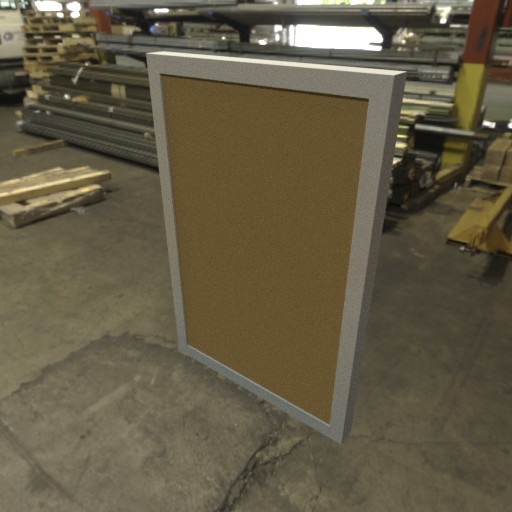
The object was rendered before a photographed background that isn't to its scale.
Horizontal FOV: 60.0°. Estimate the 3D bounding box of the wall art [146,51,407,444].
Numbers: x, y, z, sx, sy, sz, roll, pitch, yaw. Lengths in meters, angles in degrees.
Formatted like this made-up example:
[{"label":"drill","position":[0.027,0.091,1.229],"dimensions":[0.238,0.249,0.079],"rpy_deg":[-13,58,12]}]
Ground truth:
[{"label":"wall art","position":[0.000,0.000,0.754],"dimensions":[0.408,0.611,0.038],"rpy_deg":[21,36,32]}]
